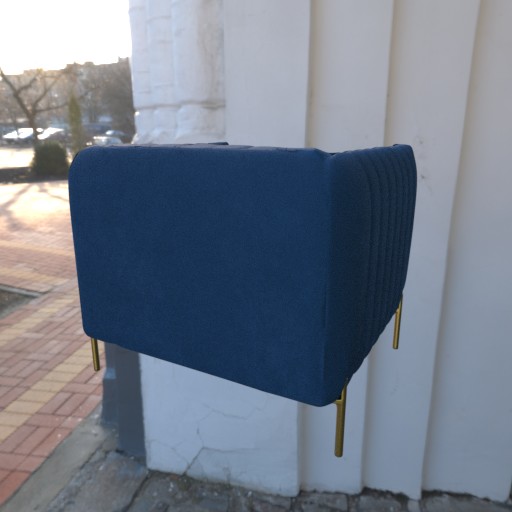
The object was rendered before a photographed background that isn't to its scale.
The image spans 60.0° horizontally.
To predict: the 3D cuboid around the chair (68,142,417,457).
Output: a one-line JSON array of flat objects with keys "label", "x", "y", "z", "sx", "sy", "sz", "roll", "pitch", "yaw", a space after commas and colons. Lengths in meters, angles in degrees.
[{"label": "chair", "x": 0.000, "y": 0.000, "z": 1.583, "sx": 0.947, "sy": 0.793, "sz": 0.877, "roll": 8, "pitch": 18, "yaw": 28}]
